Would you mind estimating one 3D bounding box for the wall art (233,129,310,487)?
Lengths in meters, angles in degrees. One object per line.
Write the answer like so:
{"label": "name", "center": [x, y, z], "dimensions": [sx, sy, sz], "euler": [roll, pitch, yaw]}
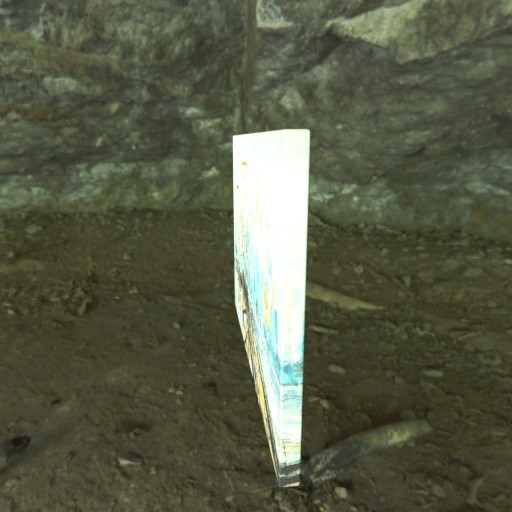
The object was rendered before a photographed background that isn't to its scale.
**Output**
{"label": "wall art", "center": [0.000, 0.000, 1.145], "dimensions": [0.038, 0.609, 0.913], "euler": [-2, 15, -7]}
